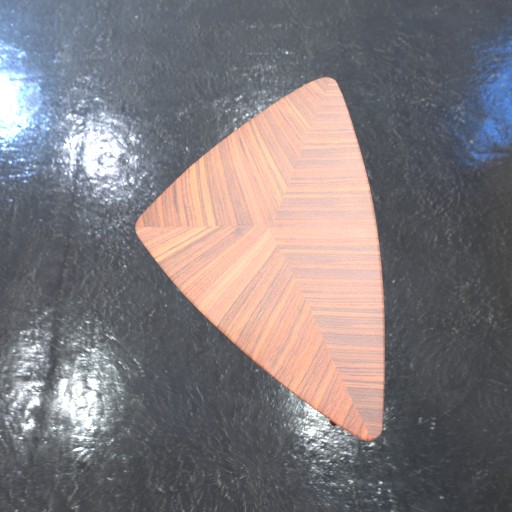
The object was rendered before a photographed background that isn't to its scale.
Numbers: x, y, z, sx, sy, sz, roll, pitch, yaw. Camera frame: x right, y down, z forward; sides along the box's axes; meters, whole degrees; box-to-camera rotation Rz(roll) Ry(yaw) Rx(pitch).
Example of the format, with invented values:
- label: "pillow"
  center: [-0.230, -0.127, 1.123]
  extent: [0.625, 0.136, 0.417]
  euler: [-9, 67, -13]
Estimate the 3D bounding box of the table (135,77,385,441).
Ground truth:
- label: "table"
  center: [0.000, 0.000, 1.270]
  extent: [0.601, 0.365, 1.008]
  euler: [-1, 64, 0]
